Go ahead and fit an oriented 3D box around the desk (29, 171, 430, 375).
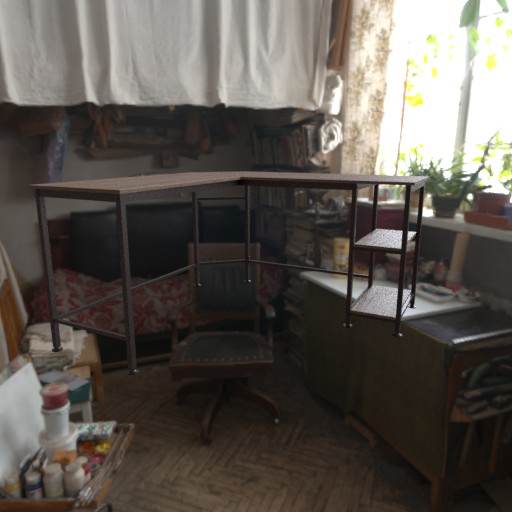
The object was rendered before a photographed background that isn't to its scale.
[{"bbox_3d":[0.000,0.000,2.184,1.379,0.739,1.379,7,15,27],"label":"desk"}]
